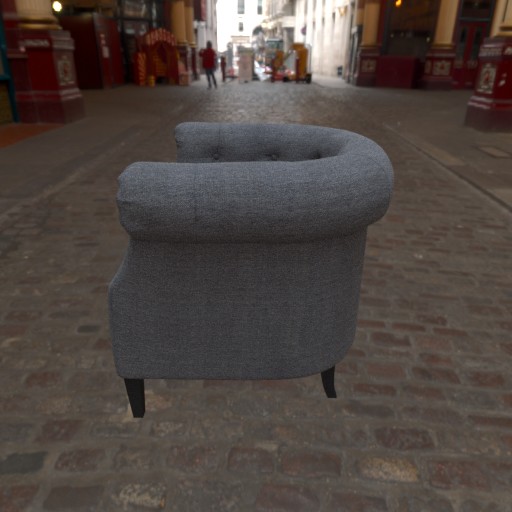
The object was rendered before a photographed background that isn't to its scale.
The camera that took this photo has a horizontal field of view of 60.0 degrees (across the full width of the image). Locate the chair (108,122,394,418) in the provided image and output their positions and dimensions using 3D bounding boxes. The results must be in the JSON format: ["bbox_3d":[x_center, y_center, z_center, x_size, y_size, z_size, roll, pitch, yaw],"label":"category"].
[{"bbox_3d":[0.000,0.000,1.577,0.852,0.827,0.905,1,25,1],"label":"chair"}]
